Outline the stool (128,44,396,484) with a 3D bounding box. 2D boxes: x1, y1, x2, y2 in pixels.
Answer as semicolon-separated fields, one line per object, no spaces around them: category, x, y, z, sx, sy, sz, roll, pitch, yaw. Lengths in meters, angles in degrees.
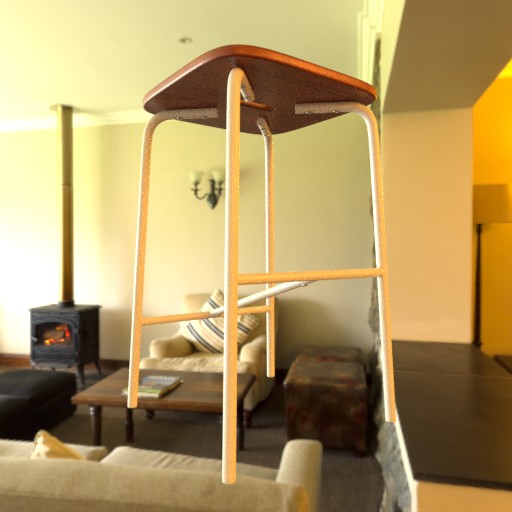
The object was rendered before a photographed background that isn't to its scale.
stool;0.000;0.000;0.854;0.376;0.610;0.376;-1;1;-37
